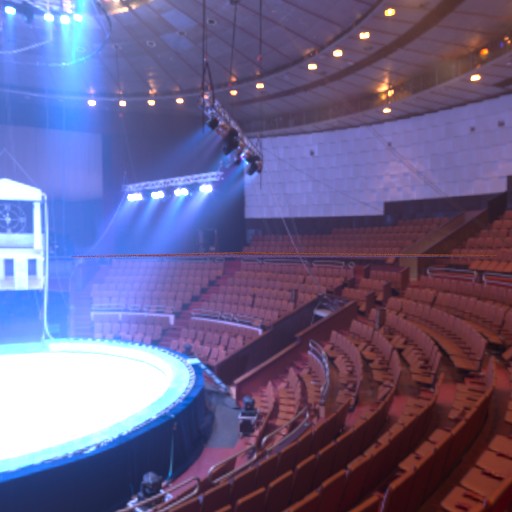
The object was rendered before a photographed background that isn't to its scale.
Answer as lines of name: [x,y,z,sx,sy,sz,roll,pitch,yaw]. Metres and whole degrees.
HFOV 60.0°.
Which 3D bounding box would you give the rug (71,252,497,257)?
rug: [0.000,0.000,3.985,2.438,0.014,3.048,0,-1,-36]
